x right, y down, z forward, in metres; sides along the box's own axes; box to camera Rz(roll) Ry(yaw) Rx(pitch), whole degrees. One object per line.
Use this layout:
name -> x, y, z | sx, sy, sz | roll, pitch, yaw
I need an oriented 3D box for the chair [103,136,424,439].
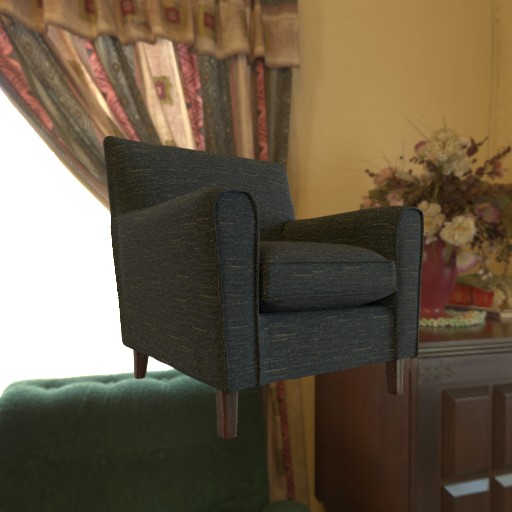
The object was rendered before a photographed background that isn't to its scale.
chair -> 0.000, 0.000, 1.601 | 0.864, 0.928, 0.873 | 1, -1, -34
